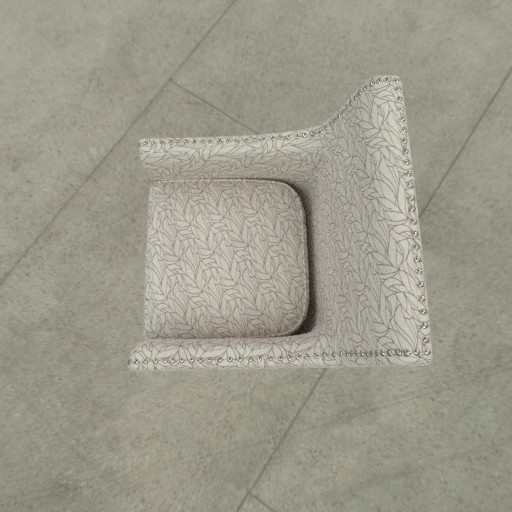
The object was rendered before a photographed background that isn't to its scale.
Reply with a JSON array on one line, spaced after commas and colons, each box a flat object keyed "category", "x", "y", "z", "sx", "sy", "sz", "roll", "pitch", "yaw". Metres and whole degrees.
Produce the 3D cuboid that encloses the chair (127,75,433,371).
[{"category": "chair", "x": 0.000, "y": 0.000, "z": 1.258, "sx": 0.651, "sy": 0.816, "sz": 0.623, "roll": -1, "pitch": 76, "yaw": 0}]
